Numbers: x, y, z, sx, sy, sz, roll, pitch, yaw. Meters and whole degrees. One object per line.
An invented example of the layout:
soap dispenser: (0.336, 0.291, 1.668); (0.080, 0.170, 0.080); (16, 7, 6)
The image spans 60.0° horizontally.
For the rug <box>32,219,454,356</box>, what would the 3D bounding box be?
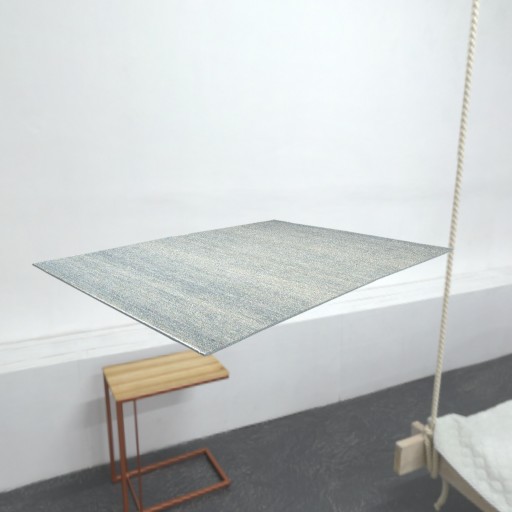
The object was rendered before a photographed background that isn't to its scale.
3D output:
rug: (0.000, 0.000, 4.231); (2.461, 0.046, 3.237); (14, 20, 43)
